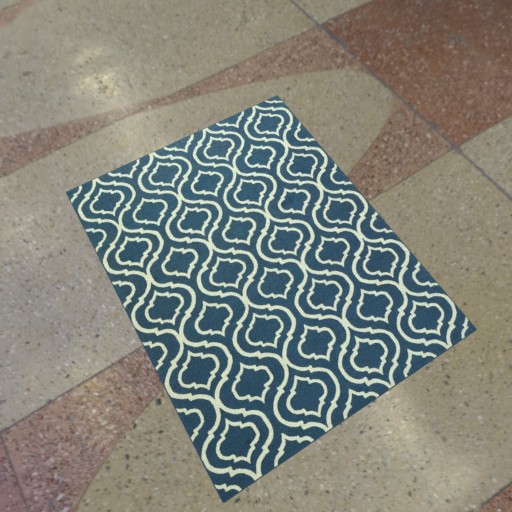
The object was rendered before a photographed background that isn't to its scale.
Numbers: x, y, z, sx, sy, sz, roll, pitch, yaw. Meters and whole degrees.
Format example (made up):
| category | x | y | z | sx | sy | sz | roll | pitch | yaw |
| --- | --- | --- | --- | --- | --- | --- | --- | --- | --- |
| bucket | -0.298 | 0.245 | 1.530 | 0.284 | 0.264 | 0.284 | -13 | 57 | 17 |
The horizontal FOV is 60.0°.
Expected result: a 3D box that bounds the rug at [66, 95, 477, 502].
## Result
| category | x | y | z | sx | sy | sz | roll | pitch | yaw |
| --- | --- | --- | --- | --- | --- | --- | --- | --- | --- |
| rug | 0.000 | 0.000 | 3.726 | 2.270 | 0.020 | 2.881 | -29 | 67 | -13 |
